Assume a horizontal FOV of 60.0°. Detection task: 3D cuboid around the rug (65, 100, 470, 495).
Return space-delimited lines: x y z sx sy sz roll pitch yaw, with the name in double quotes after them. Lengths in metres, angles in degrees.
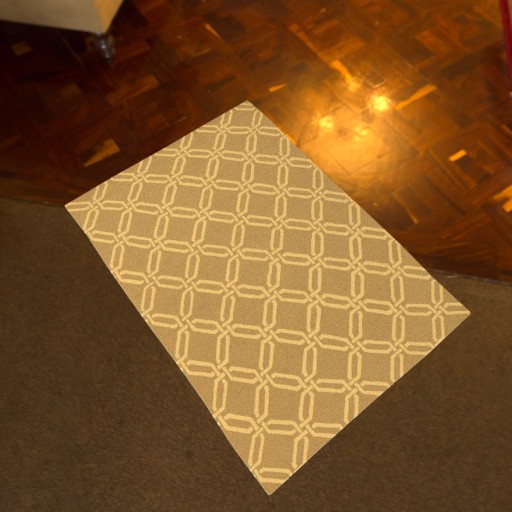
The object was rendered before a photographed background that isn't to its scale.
0.000 0.000 2.733 1.524 0.013 2.135 -35 69 -16 "rug"
